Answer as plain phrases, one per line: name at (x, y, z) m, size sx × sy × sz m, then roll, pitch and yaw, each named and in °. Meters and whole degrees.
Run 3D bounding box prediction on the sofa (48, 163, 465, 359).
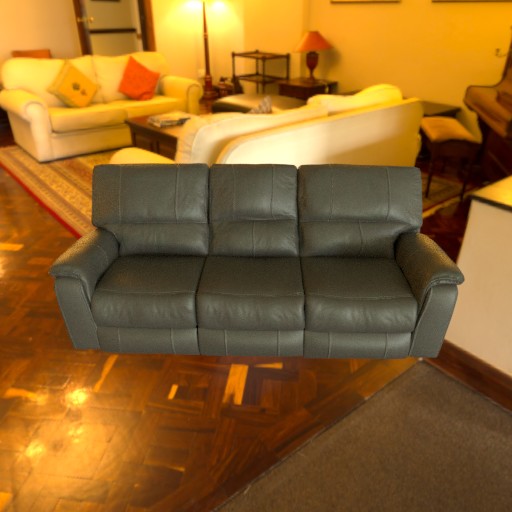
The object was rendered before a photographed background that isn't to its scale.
sofa at (0.000, 0.000, 3.219) m, size 2.627 × 1.134 × 1.104 m, roll 1°, pitch 29°, yaw 2°
